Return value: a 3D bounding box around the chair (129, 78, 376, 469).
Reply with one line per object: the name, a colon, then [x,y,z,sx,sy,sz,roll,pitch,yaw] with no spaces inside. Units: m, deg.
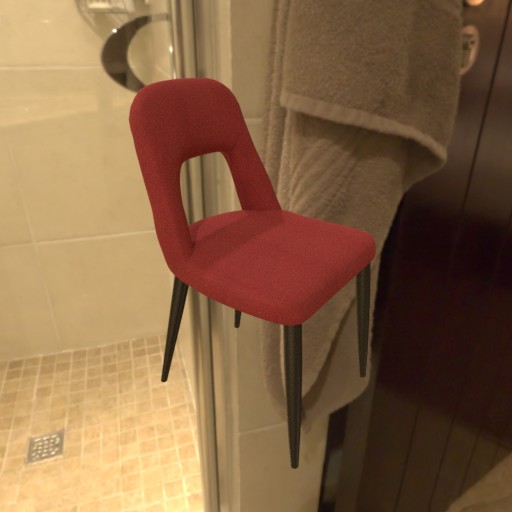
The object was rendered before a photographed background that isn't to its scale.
chair: [0.000,0.000,1.234,0.569,0.892,0.483,18,32,32]
